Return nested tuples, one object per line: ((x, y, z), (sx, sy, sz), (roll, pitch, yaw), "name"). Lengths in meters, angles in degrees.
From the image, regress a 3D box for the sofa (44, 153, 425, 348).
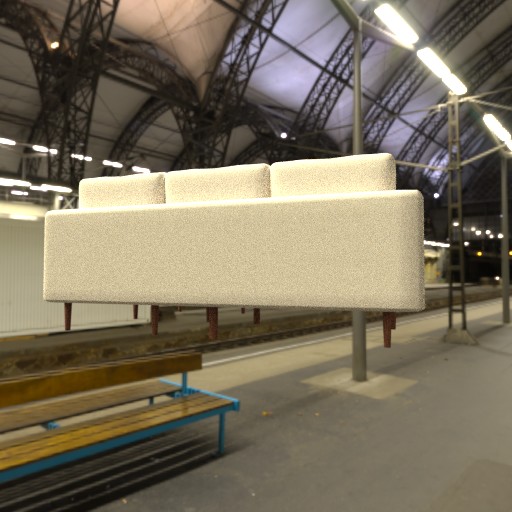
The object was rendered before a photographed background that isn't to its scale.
((0.000, 0.000, 2.912), (2.029, 0.899, 1.580), (-1, -2, 19), "sofa")
